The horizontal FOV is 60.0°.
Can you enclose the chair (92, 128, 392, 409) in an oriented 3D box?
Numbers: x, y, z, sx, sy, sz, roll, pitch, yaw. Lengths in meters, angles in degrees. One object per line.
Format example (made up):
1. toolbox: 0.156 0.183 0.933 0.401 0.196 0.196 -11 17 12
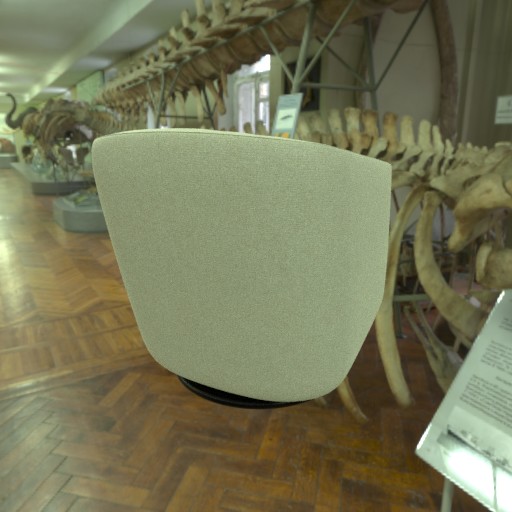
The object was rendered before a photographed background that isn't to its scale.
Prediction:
1. chair: 0.000 0.000 1.587 0.822 0.861 0.986 8 17 27
